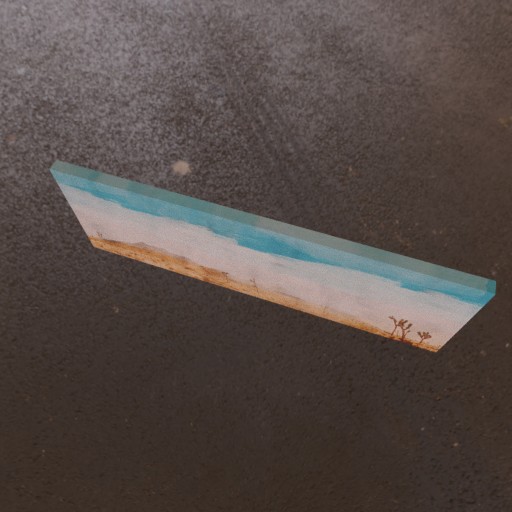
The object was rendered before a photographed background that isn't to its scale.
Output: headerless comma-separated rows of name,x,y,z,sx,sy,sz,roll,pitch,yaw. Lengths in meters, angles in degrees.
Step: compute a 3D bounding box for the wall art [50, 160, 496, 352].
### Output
wall art,0.000,0.000,0.834,0.759,0.254,0.044,16,60,10
